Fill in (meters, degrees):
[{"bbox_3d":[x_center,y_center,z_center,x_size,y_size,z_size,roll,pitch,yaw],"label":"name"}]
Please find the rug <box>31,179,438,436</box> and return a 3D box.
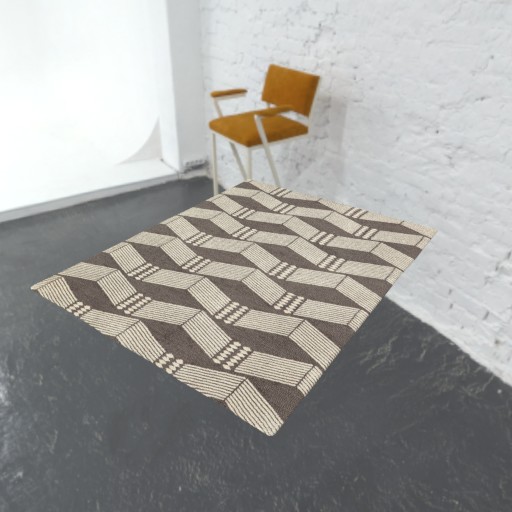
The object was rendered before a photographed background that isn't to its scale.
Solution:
[{"bbox_3d":[0.000,0.000,4.120,2.438,0.016,3.048,21,37,30],"label":"rug"}]
